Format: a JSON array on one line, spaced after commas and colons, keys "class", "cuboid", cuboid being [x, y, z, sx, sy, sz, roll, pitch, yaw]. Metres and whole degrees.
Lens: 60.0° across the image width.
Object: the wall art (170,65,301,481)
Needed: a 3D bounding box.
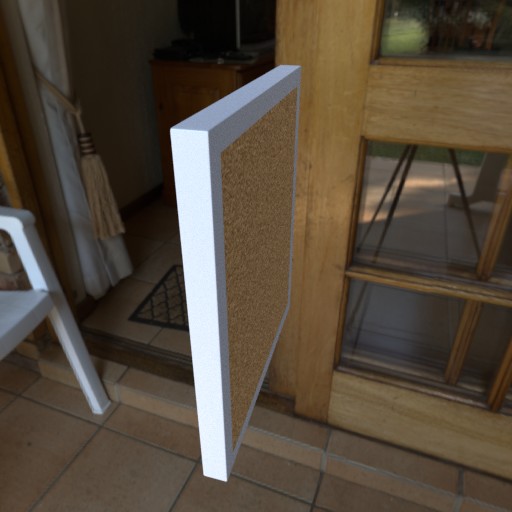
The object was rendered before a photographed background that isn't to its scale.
[{"class": "wall art", "cuboid": [0.000, 0.000, 0.527, 0.028, 0.381, 0.331, 8, 31, 13]}]
